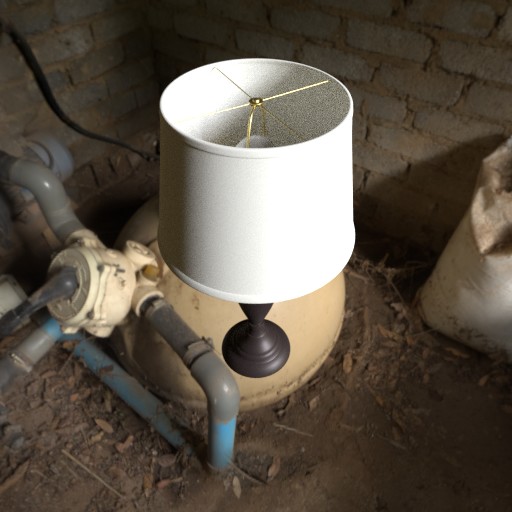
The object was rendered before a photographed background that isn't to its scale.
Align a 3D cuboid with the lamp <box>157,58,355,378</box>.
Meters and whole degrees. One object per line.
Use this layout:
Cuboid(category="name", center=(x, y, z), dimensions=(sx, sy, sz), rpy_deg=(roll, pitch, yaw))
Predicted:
Cuboid(category="lamp", center=(0.000, 0.000, 0.813), dimensions=(0.335, 0.611, 0.335), rpy_deg=(0, 46, 0))
